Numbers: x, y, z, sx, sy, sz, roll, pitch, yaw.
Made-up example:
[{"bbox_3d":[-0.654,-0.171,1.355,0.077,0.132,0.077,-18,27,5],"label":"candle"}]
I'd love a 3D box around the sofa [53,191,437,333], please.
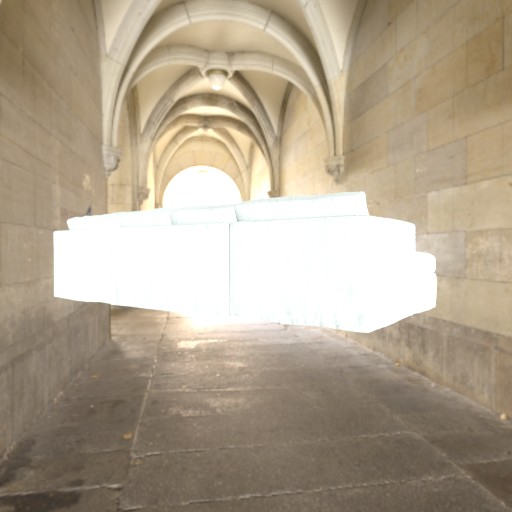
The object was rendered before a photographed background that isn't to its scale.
[{"bbox_3d":[0.000,0.000,4.538,3.434,0.869,2.440,0,1,36],"label":"sofa"}]
